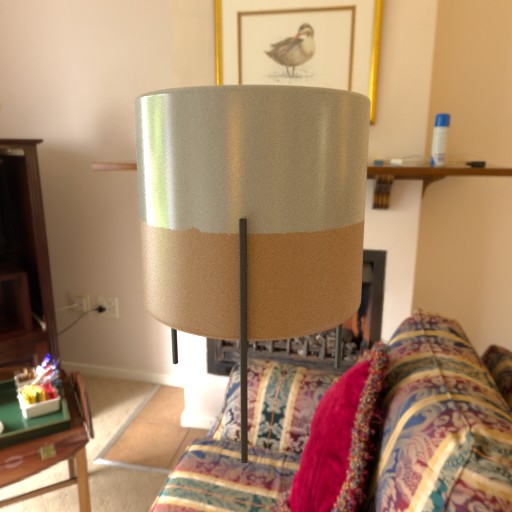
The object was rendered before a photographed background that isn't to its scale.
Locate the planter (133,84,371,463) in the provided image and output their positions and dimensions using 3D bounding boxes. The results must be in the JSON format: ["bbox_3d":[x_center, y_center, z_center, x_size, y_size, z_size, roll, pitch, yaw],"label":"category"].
[{"bbox_3d":[0.000,0.000,0.720,0.360,0.480,0.348,-7,15,-26],"label":"planter"}]
